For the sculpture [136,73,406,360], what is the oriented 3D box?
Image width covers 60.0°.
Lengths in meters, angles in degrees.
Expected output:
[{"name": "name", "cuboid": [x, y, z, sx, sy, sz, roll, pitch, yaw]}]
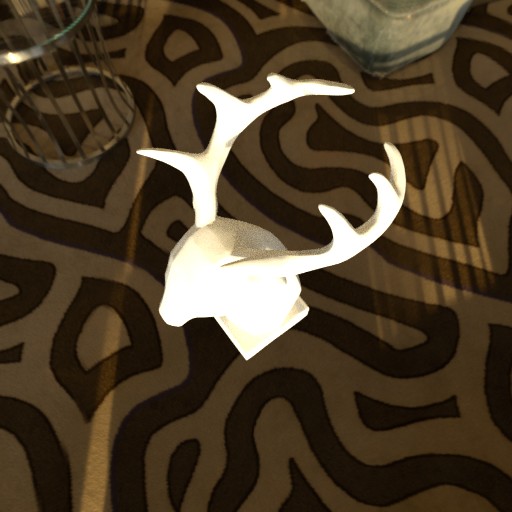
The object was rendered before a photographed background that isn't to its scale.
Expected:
[{"name": "sculpture", "cuboid": [0.000, 0.000, 0.457, 0.224, 0.329, 0.174, -34, 69, -15]}]
